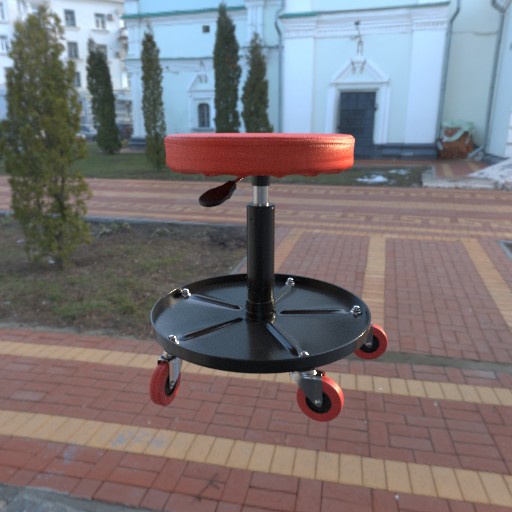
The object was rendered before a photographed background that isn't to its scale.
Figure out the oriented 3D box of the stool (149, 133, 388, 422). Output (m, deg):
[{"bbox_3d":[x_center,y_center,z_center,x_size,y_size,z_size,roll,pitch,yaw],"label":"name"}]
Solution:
[{"bbox_3d":[0.000,0.000,0.688,0.381,0.365,0.382,9,18,27],"label":"stool"}]
